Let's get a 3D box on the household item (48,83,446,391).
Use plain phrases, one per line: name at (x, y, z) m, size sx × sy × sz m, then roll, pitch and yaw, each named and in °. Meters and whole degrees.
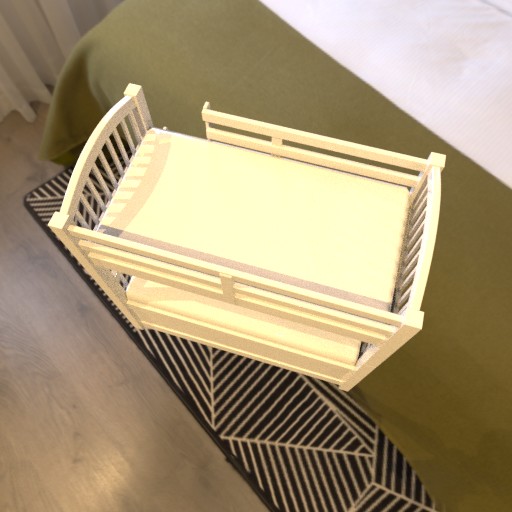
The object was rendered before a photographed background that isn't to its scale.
household item at (0.000, 0.000, 3.355) m, size 2.032 × 2.032 × 1.143 m, roll 15°, pitch 65°, yaw 7°
